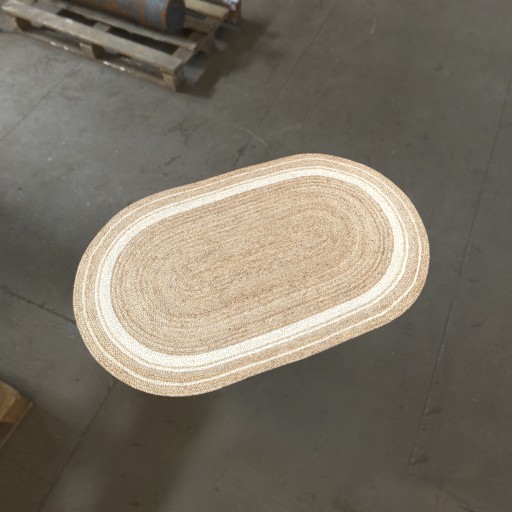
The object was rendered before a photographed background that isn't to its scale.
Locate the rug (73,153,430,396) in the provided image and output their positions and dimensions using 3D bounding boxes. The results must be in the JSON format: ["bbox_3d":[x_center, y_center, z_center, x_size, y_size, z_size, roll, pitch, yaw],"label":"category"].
[{"bbox_3d":[0.000,0.000,2.996,2.432,0.006,1.520,-18,62,-10],"label":"rug"}]
